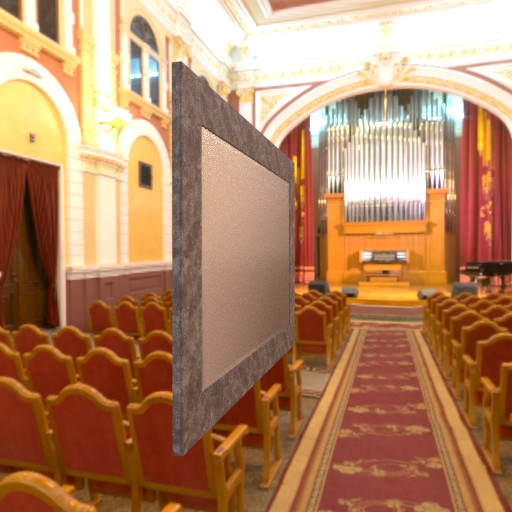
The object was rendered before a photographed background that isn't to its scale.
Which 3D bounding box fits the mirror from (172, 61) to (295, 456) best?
[{"bbox_3d":[0.000,0.000,1.421,0.022,0.795,1.101,0,1,17],"label":"mirror"}]
